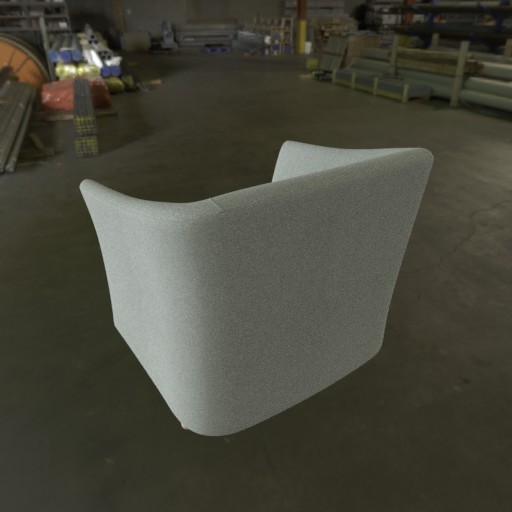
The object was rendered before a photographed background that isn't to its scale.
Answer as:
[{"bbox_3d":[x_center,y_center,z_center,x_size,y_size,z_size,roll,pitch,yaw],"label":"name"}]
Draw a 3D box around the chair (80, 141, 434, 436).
[{"bbox_3d":[0.000,0.000,1.342,0.790,0.720,0.700,-19,35,-29],"label":"chair"}]
